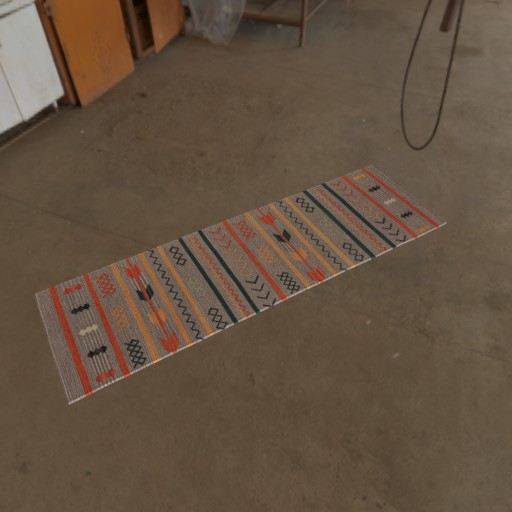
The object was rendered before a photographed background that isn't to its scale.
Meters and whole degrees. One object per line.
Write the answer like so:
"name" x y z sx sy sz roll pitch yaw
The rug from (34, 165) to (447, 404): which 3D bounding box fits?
"rug" 0.000 0.000 2.649 2.419 0.022 0.744 -23 51 -21
